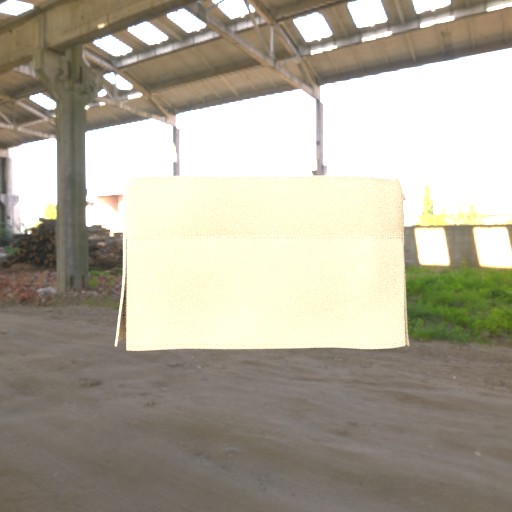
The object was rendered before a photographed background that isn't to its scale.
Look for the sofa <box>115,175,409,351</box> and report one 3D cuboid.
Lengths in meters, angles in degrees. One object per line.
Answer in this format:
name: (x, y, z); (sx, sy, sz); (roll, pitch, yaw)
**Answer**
sofa: (0.000, 0.000, 2.177); (0.939, 0.552, 1.677); (0, 1, -2)
